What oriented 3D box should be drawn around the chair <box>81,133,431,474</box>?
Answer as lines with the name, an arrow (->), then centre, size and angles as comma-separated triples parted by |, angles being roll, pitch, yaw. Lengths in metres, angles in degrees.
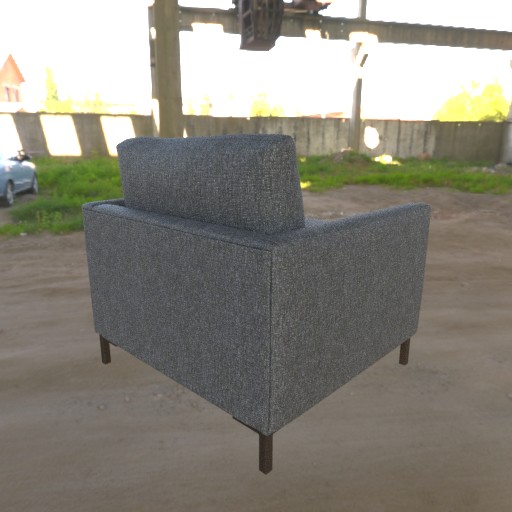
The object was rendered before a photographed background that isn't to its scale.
chair -> 0.000, 0.000, 1.631 | 0.963, 0.861, 0.866 | 14, 20, 42
